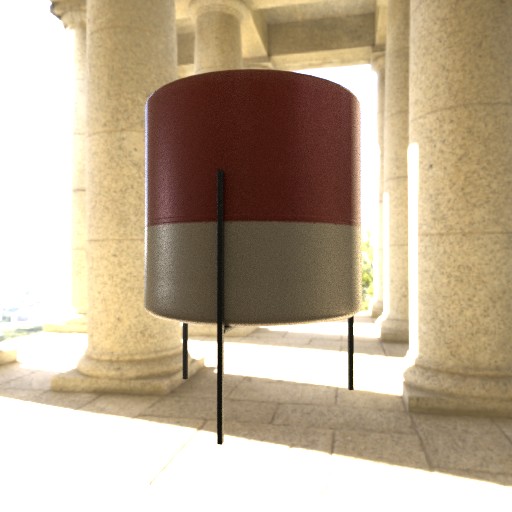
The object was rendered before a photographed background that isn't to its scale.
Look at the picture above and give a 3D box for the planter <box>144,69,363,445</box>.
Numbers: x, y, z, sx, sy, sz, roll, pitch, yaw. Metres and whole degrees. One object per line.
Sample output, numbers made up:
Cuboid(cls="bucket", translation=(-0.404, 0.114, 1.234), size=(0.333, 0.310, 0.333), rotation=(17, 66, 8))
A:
Cuboid(cls="planter", translation=(0.000, 0.000, 0.721), size=(0.354, 0.465, 0.345), rotation=(0, 0, -17))
